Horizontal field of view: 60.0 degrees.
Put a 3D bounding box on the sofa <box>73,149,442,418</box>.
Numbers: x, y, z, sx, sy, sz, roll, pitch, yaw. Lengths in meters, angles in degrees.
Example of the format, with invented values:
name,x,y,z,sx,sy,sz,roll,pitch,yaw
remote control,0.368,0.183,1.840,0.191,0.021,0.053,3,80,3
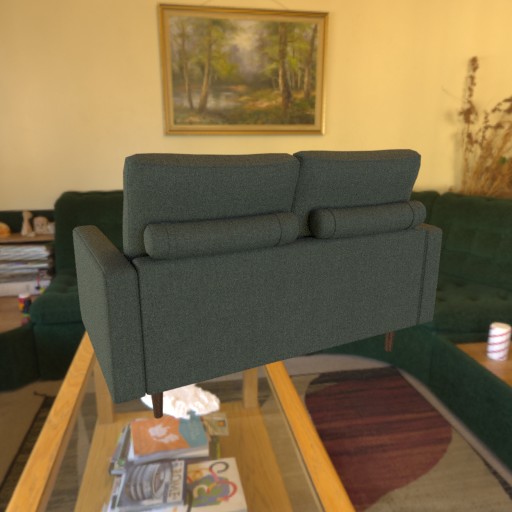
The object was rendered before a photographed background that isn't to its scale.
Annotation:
name,x,y,z,sx,sy,sz,roll,pitch,yaw
sofa,0.000,0.000,1.936,1.407,0.907,0.842,-8,17,-27
